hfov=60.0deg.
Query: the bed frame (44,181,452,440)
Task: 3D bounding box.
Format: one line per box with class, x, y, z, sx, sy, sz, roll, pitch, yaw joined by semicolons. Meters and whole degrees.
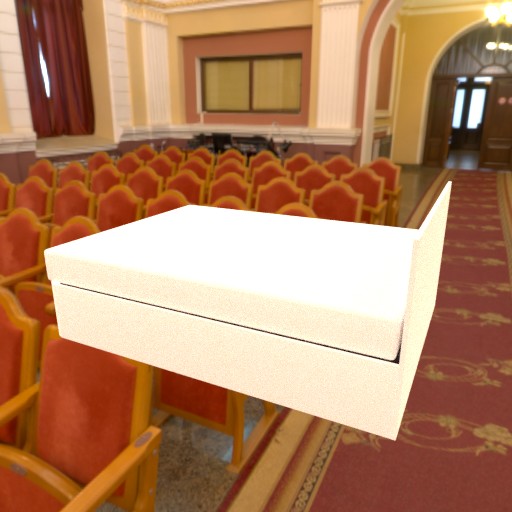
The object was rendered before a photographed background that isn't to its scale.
bed frame;0.000;0.000;2.571;1.900;0.800;1.400;9;20;25
